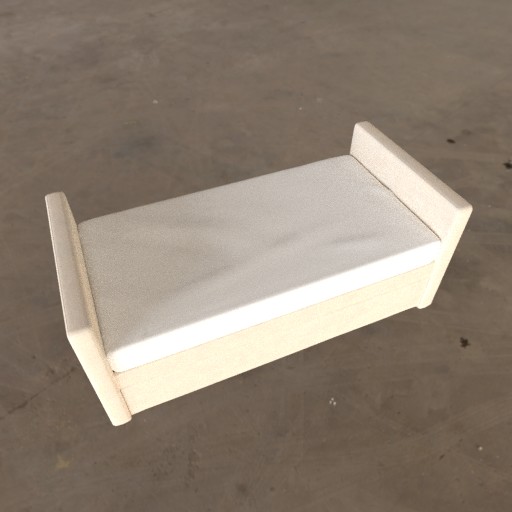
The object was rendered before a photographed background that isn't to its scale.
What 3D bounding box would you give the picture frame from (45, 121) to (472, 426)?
[{"bbox_3d":[0.000,0.000,2.784,2.161,0.891,1.069,-17,48,-16],"label":"picture frame"}]
